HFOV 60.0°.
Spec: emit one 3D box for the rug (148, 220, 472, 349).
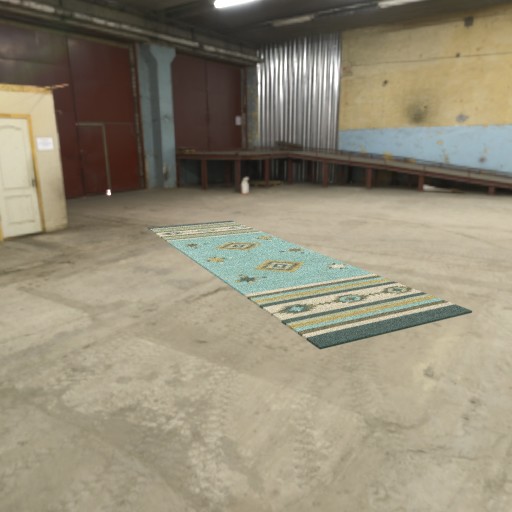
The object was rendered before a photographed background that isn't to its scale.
[{"bbox_3d":[0.000,0.000,2.698,0.744,0.010,2.441,-7,16,-26],"label":"rug"}]
